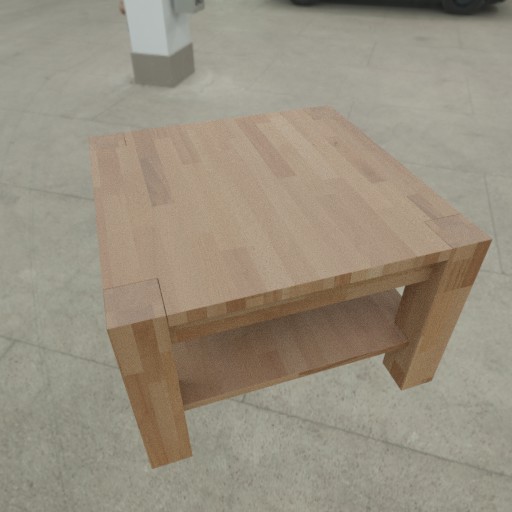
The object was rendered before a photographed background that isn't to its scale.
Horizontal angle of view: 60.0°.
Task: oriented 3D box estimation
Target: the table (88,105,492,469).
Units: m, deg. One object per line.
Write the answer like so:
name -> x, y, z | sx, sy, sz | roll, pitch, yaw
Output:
table -> 0.000, 0.000, 1.142 | 0.700, 0.451, 0.700 | -12, 41, -14
